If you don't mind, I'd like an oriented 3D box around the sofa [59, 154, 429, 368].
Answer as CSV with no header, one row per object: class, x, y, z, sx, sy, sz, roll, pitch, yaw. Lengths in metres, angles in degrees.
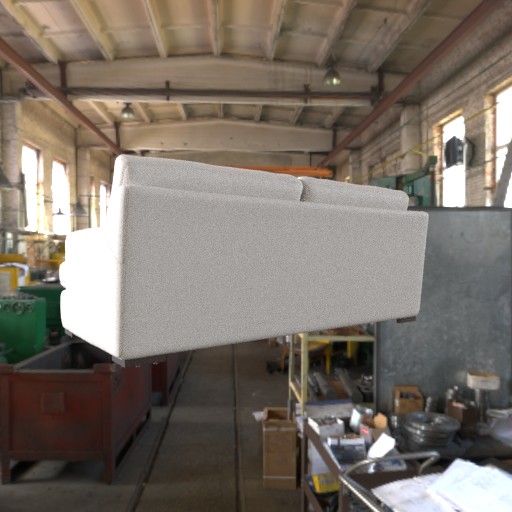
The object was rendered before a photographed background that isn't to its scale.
sofa,0.000,0.000,2.883,2.261,0.940,1.143,-1,1,-37
